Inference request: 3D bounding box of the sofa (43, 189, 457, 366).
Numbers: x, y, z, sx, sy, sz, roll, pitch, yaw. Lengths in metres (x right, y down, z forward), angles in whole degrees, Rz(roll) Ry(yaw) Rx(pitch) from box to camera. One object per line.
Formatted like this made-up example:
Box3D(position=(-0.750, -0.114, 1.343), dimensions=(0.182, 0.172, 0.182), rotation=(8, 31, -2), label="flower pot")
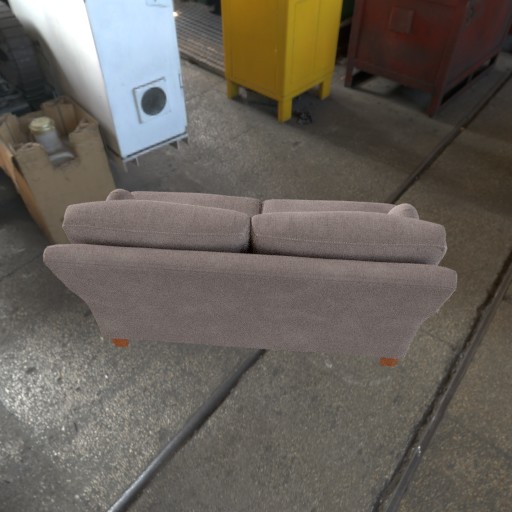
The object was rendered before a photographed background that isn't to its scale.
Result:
Box3D(position=(0.000, 0.000, 2.556), dimensions=(1.853, 1.101, 1.084), rotation=(3, 46, 3), label="sofa")
